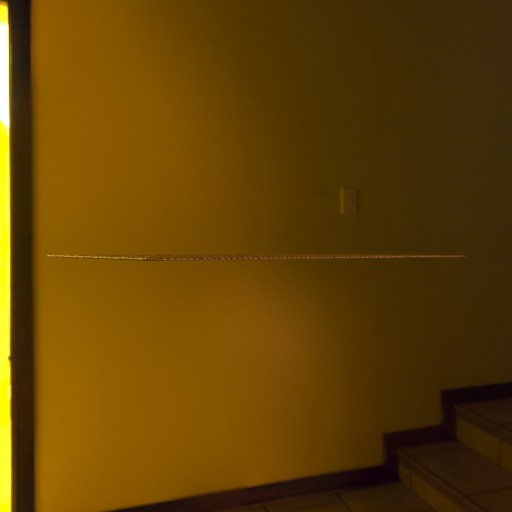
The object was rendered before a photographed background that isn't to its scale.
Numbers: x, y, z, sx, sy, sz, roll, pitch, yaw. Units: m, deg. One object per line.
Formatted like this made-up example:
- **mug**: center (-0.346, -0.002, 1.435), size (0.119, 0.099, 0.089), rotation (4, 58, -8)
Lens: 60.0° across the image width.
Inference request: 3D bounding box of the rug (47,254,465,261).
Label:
- **rug**: center (0.000, 0.000, 4.231), size (3.207, 0.014, 2.439), rotation (0, 1, -37)
